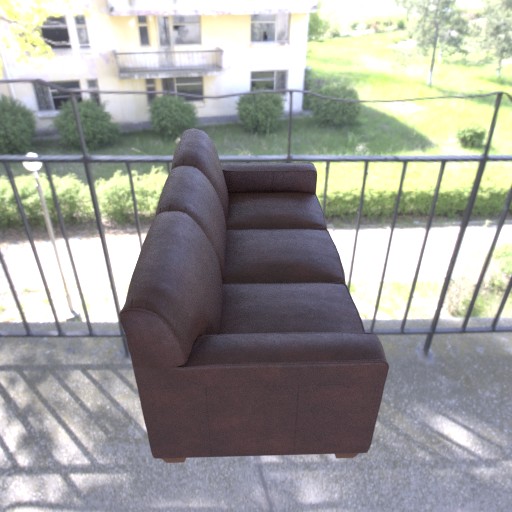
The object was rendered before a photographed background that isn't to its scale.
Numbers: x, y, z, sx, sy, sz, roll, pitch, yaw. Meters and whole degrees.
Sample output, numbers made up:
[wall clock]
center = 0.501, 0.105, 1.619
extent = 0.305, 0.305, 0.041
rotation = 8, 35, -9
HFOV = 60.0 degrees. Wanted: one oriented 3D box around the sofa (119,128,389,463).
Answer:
[sofa]
center = 0.000, 0.000, 2.549
extent = 1.008, 0.953, 2.039
rotation = -1, 33, -1
